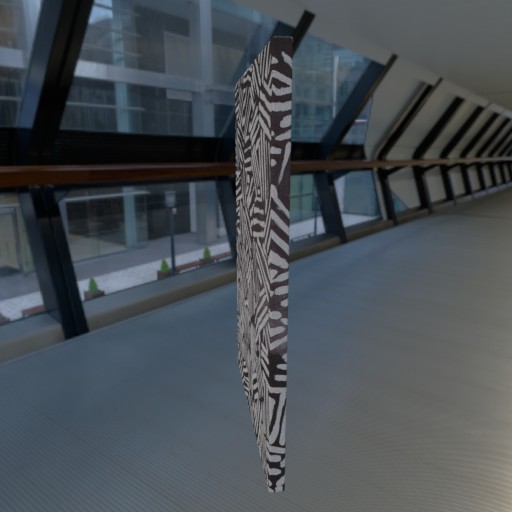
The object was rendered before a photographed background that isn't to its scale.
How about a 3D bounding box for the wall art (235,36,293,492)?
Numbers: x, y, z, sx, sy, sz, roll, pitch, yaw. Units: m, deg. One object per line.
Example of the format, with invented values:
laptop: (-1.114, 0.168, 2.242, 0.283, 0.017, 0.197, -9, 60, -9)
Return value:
wall art: (0.000, 0.000, 1.156, 0.035, 0.918, 0.615, -2, 14, -8)
